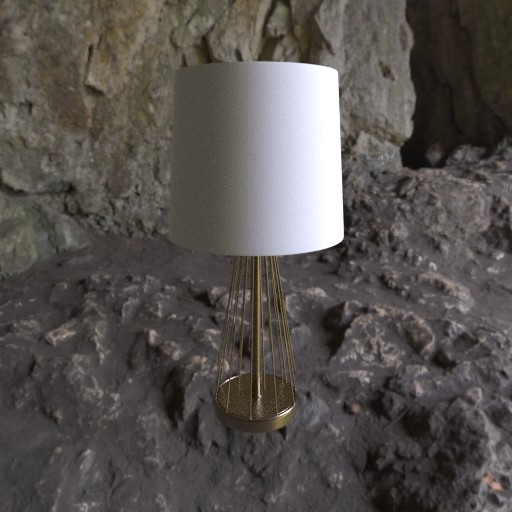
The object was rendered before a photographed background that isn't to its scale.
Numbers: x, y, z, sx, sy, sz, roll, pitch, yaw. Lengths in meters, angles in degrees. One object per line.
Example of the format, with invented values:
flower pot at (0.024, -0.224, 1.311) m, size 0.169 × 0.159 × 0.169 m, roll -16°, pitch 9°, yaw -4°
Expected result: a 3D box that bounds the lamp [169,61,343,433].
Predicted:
lamp at (0.000, 0.000, 0.793) m, size 0.303 × 0.618 × 0.303 m, roll 0°, pitch 15°, yaw 0°
